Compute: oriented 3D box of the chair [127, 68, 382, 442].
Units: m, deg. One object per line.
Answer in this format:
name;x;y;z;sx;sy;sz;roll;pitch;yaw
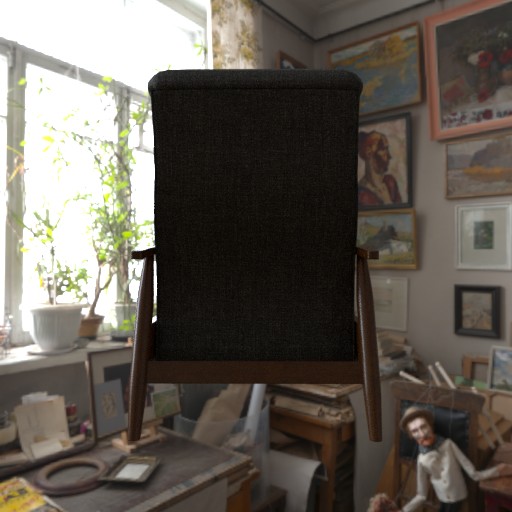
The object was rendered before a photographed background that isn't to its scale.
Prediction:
chair;0.000;0.000;1.767;0.762;1.082;1.014;0;-1;1
